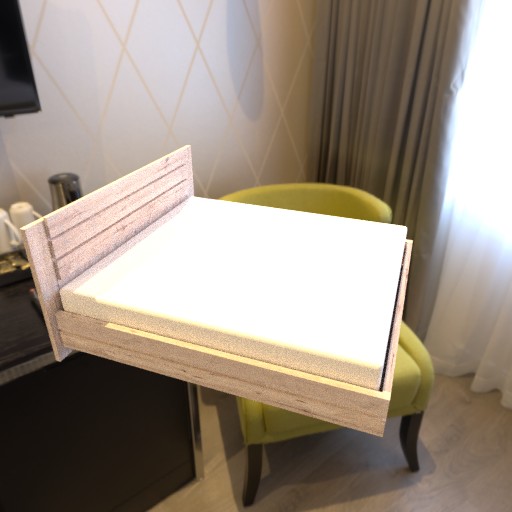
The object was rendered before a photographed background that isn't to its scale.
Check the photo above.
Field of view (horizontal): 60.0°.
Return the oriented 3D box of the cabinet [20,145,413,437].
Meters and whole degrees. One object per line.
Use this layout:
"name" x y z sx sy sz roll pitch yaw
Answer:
"cabinet" 0.000 0.000 3.172 2.080 0.970 1.950 10 30 18
